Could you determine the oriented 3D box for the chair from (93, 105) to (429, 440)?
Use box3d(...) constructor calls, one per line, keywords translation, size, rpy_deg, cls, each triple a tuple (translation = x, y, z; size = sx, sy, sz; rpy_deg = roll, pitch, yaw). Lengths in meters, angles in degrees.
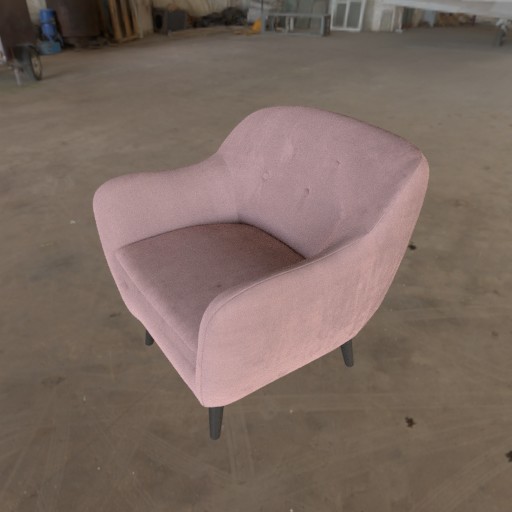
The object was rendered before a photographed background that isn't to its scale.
box3d(translation=(0.000, 0.000, 1.492), size=(0.820, 0.820, 0.840), rpy_deg=(-20, 37, -29), cls="chair")
